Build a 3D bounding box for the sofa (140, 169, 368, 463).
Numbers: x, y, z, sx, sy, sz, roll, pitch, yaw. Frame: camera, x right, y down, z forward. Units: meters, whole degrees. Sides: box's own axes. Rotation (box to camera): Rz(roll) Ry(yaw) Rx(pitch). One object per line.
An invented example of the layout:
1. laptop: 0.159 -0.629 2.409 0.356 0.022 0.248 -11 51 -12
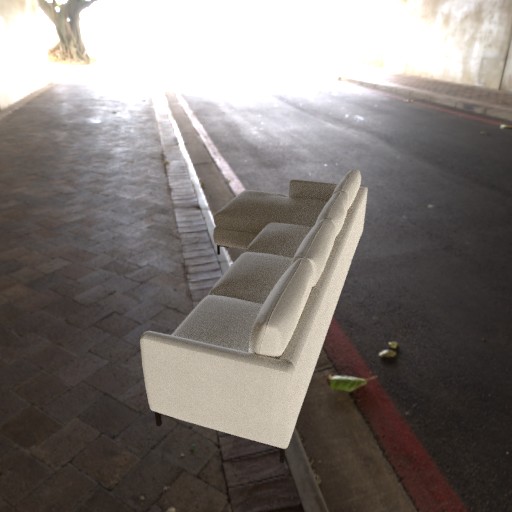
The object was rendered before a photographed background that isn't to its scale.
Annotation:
1. sofa: 0.000 0.000 3.765 1.467 0.875 3.186 9 28 17
